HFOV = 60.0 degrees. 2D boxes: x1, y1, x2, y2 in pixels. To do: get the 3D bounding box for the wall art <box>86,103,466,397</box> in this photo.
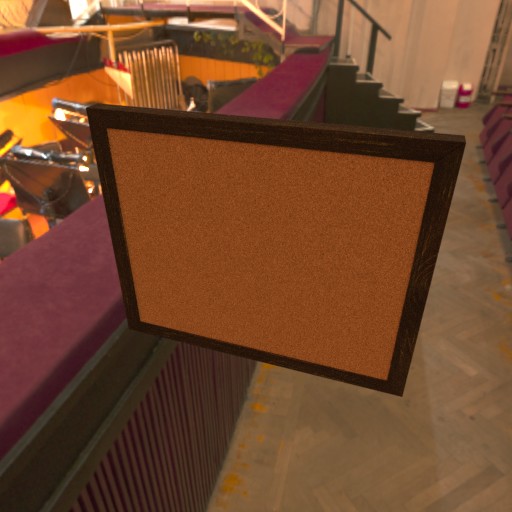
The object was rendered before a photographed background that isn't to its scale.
[{"bbox_3d":[0.000,0.000,0.755,0.558,0.457,0.032,10,33,16],"label":"wall art"}]
